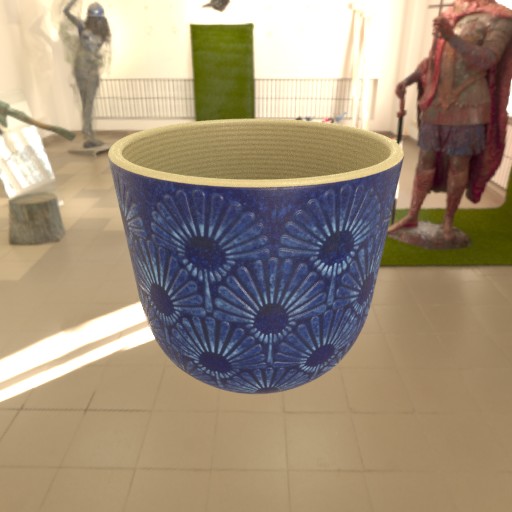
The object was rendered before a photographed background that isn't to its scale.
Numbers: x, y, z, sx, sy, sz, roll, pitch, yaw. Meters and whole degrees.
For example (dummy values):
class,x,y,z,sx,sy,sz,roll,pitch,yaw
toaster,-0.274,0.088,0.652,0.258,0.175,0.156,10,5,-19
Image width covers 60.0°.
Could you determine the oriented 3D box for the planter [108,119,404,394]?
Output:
class,x,y,z,sx,sy,sz,roll,pitch,yaw
planter,0.000,0.000,0.298,0.170,0.153,0.170,0,26,0
